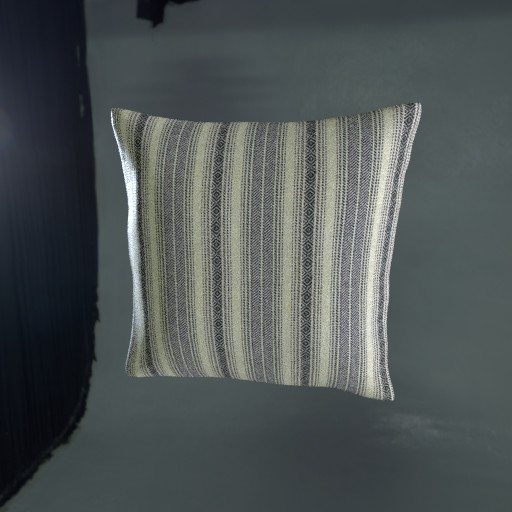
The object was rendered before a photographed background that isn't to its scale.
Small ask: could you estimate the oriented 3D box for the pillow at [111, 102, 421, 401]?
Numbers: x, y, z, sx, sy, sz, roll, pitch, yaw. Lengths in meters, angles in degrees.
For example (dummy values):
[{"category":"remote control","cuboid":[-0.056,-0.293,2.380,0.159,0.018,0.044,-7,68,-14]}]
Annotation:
[{"category":"pillow","cuboid":[0.000,0.000,0.784,0.520,0.508,0.166,2,13,10]}]
